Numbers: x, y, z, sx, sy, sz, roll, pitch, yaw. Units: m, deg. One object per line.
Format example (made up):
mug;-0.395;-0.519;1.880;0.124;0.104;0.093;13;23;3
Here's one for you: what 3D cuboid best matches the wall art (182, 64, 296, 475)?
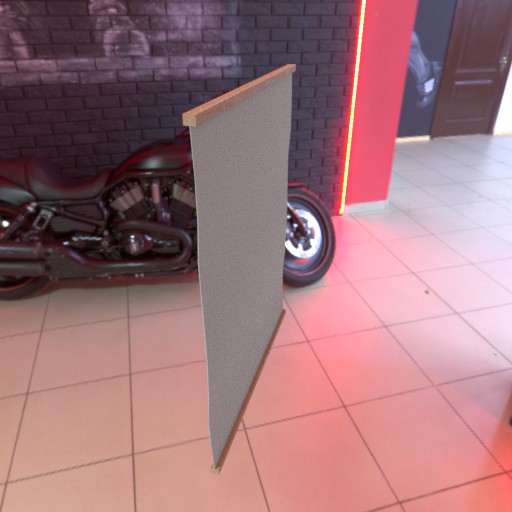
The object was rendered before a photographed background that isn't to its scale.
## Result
wall art;0.000;0.000;0.688;0.013;0.508;0.406;9;31;15
